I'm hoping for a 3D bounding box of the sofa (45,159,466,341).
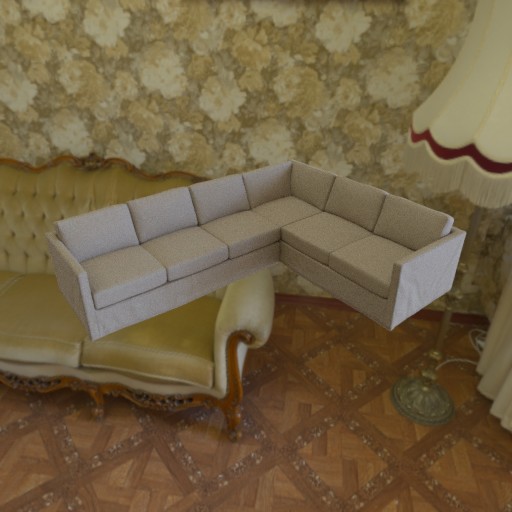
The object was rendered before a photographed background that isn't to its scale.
[{"bbox_3d":[0.000,0.000,4.292,3.182,0.871,2.432,-21,36,-32],"label":"sofa"}]
